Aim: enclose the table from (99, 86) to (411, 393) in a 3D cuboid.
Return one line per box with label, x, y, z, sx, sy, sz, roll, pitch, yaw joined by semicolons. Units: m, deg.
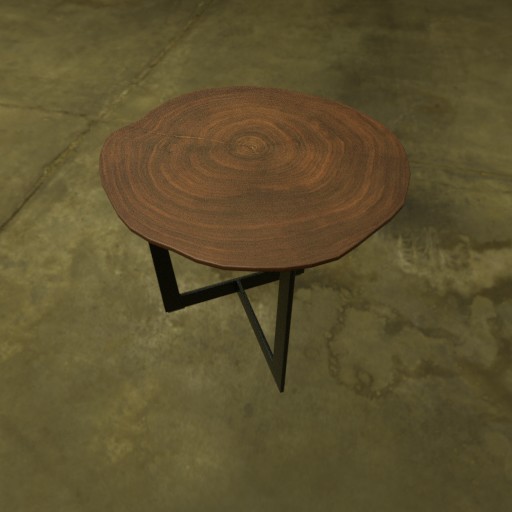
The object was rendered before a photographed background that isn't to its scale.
table;0.000;0.000;0.885;0.477;0.476;0.494;-23;51;-21
